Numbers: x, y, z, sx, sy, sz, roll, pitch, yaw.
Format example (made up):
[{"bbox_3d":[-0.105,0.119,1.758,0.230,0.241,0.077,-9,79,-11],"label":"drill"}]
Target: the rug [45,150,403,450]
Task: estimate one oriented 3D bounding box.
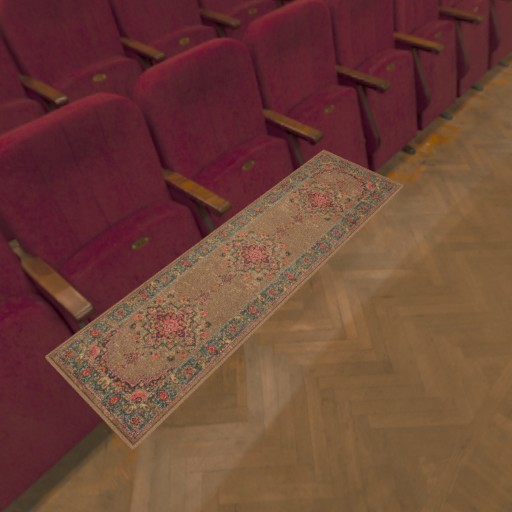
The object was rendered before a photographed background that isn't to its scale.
[{"bbox_3d":[0.000,0.000,2.541,0.659,0.019,2.297,32,54,27],"label":"rug"}]
